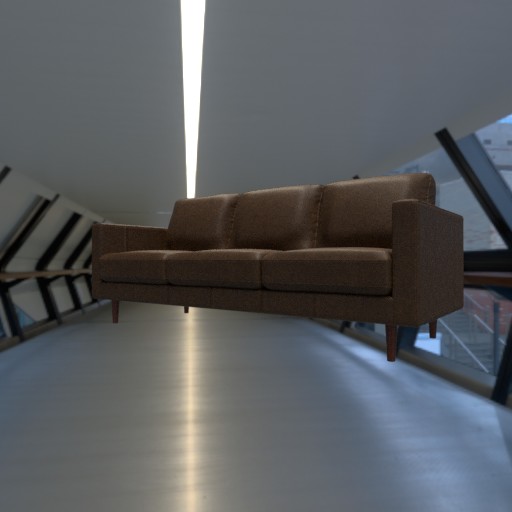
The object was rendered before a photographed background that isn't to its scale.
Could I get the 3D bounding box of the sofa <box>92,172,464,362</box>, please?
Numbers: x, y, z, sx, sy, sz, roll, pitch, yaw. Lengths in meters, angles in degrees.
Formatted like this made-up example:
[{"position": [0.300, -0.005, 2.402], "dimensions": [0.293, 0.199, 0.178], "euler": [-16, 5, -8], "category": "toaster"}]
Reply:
[{"position": [0.000, 0.000, 2.777], "dimensions": [2.231, 0.930, 0.903], "euler": [0, 0, 36], "category": "sofa"}]
